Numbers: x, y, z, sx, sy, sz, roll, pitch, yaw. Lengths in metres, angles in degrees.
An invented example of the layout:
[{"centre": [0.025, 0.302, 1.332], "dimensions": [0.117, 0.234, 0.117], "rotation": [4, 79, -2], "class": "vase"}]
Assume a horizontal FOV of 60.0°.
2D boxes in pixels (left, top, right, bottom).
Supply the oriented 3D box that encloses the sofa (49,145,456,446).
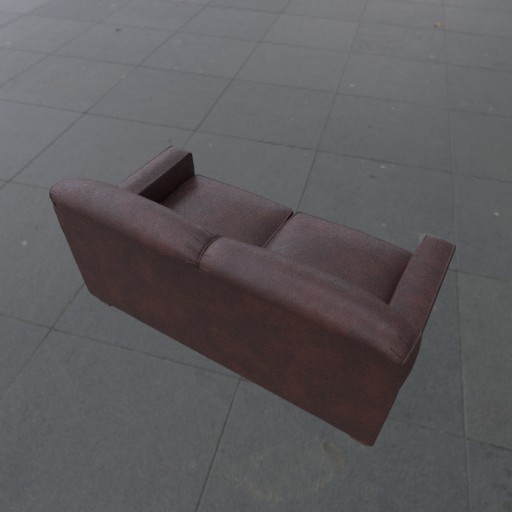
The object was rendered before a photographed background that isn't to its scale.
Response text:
[{"centre": [0.000, 0.000, 2.418], "dimensions": [1.856, 0.966, 1.000], "rotation": [23, 50, 21], "class": "sofa"}]
